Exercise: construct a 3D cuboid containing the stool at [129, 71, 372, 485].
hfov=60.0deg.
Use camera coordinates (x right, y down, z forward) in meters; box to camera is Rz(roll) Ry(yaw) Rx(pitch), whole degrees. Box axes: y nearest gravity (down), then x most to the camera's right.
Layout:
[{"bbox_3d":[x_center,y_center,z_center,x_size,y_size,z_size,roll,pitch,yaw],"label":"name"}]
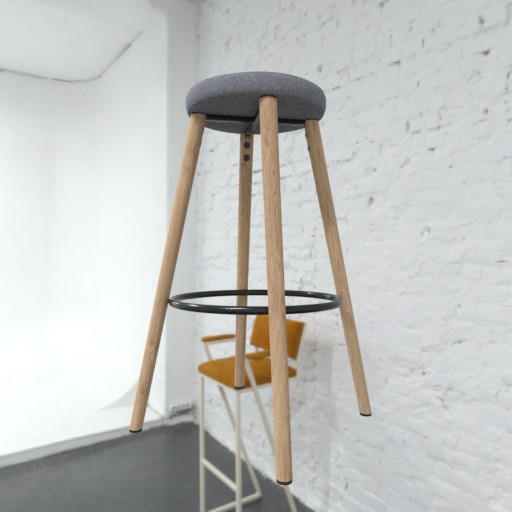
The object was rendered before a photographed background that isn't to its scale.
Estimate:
[{"bbox_3d":[0.000,0.000,1.024,0.410,0.770,0.410,0,0,35],"label":"stool"}]
